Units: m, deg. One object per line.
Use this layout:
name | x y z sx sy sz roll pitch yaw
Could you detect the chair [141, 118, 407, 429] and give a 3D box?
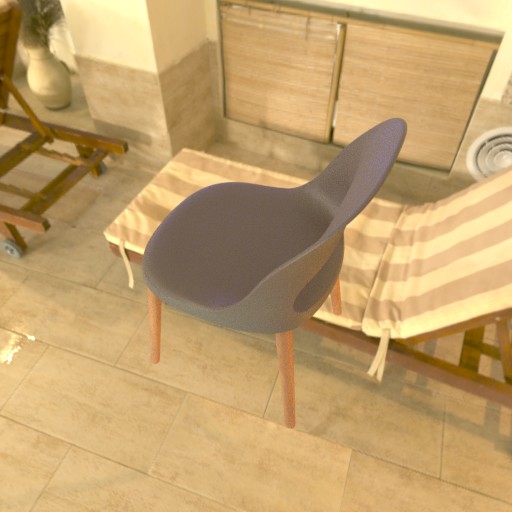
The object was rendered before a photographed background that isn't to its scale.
chair | 0.000 0.000 1.148 0.556 0.795 0.470 19 50 17
